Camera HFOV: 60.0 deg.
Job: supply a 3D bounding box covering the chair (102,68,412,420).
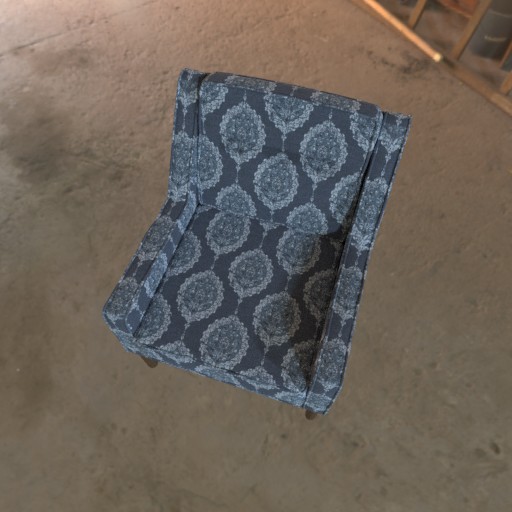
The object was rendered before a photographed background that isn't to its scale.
[{"bbox_3d":[0.000,0.000,1.356,0.663,0.792,0.743,15,60,9],"label":"chair"}]
